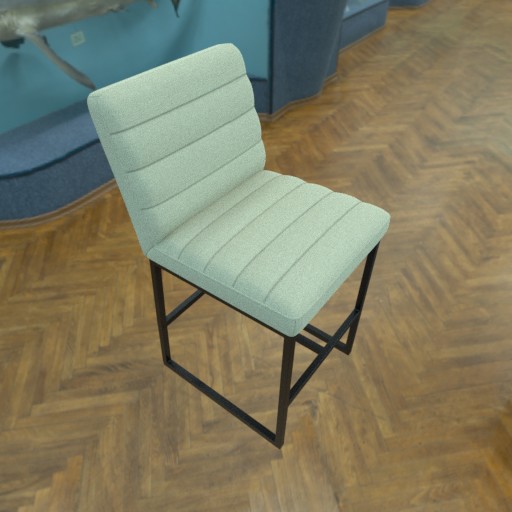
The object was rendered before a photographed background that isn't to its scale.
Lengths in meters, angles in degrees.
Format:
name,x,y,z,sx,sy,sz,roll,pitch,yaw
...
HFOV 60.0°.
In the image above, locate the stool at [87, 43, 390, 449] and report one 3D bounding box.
name,x,y,z,sx,sy,sz,roll,pitch,yaw
stool,0.000,0.000,1.231,0.560,0.940,0.460,27,49,27
